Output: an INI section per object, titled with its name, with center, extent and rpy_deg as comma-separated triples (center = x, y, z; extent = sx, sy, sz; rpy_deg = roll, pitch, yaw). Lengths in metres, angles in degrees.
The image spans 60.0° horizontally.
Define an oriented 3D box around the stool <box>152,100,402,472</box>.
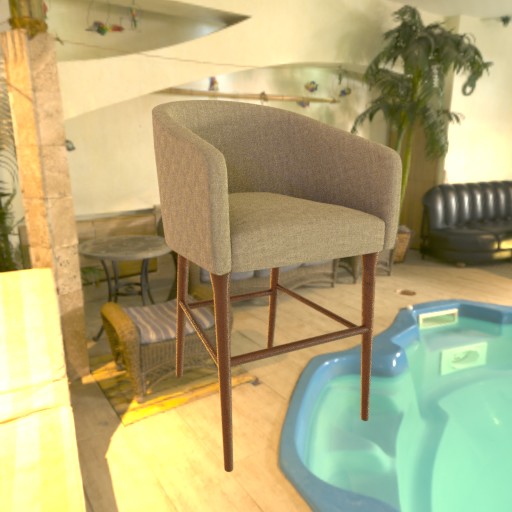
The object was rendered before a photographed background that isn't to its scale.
[stool]
center = 0.000, 0.000, 1.362
extent = 0.559, 0.952, 0.635
rpy_deg = -8, 16, -27
